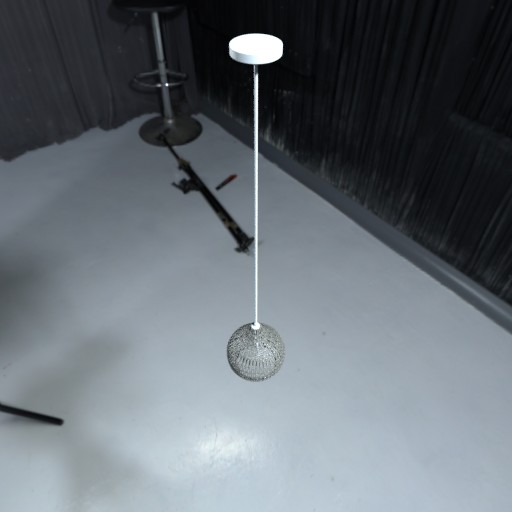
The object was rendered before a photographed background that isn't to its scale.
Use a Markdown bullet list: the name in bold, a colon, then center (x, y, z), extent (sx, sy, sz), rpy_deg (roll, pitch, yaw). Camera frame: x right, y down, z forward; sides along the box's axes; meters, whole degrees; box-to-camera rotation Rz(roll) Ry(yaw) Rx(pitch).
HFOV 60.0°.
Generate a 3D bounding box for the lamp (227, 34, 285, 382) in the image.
- **lamp**: center (0.000, 0.000, 2.078), extent (0.355, 1.919, 0.355), rpy_deg (-29, 53, -25)
